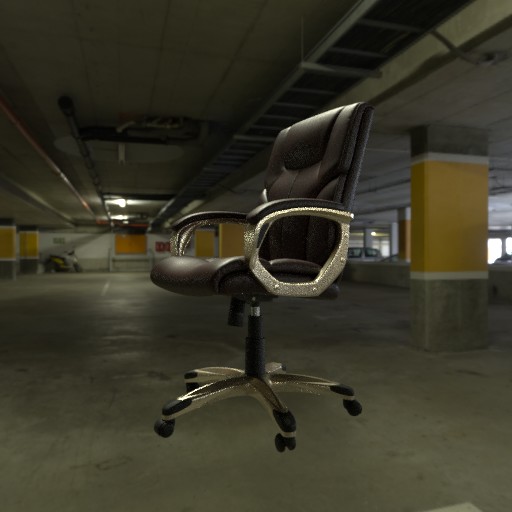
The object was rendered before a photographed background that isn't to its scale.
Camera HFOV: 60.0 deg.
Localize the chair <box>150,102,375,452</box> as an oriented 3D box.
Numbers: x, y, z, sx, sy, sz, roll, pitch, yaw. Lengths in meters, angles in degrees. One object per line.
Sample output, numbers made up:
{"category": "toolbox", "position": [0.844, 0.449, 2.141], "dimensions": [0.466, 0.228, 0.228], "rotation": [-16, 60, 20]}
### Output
{"category": "chair", "position": [0.000, 0.000, 1.558], "dimensions": [0.739, 1.107, 0.662], "rotation": [0, 1, -35]}
